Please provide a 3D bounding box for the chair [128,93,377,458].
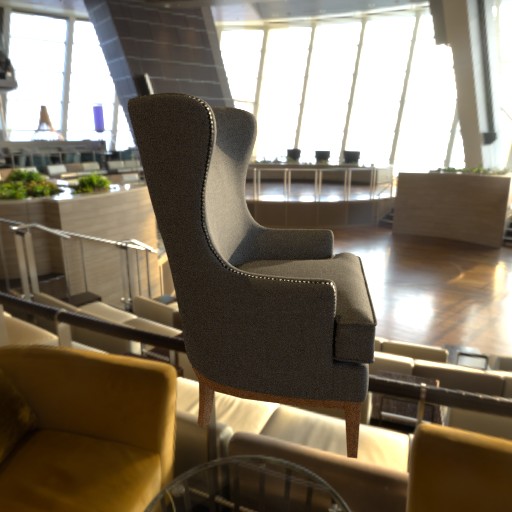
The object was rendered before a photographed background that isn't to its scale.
[{"bbox_3d":[0.000,0.000,1.775,0.883,1.176,0.864,2,16,9],"label":"chair"}]
